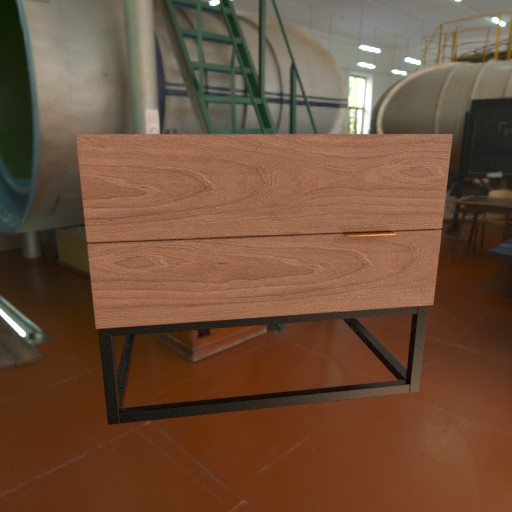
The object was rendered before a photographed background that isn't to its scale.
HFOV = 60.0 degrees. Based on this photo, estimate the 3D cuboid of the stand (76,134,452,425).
[{"bbox_3d":[0.000,0.000,0.943,0.600,0.500,0.420,-3,16,-10],"label":"stand"}]
